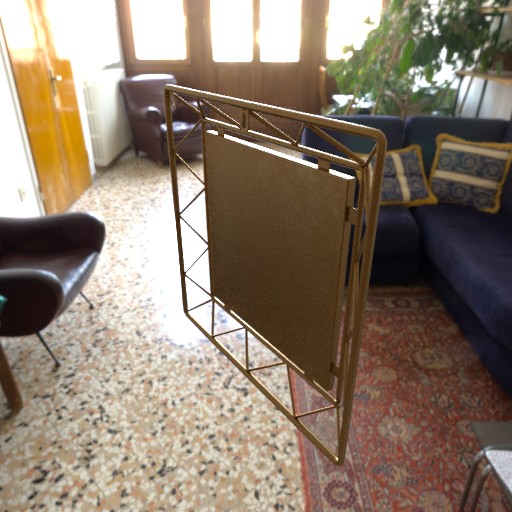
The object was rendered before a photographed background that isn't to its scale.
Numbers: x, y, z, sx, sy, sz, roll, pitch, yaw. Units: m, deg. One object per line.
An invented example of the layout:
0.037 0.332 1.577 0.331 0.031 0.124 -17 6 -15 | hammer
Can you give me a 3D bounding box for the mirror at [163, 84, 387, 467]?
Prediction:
0.000 0.000 0.614 0.046 0.414 0.416 -18 33 -31 | mirror
